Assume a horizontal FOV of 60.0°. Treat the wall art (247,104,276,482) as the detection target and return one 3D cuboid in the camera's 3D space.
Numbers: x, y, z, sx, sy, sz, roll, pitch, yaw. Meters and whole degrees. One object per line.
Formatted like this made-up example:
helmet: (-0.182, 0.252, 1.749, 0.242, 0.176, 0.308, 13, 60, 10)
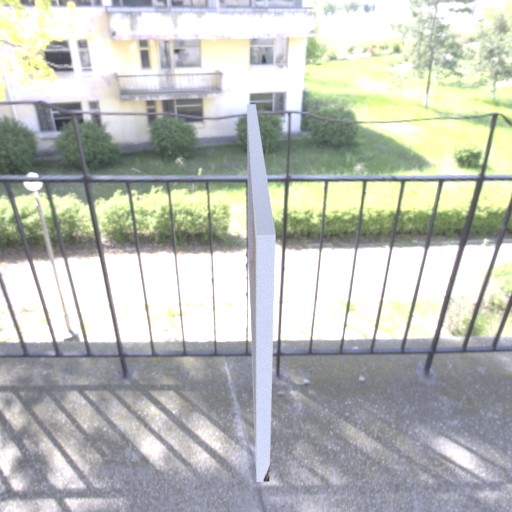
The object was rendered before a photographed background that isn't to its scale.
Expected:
wall art: (0.000, 0.000, 1.515, 0.038, 0.767, 1.144, -1, 31, -2)
